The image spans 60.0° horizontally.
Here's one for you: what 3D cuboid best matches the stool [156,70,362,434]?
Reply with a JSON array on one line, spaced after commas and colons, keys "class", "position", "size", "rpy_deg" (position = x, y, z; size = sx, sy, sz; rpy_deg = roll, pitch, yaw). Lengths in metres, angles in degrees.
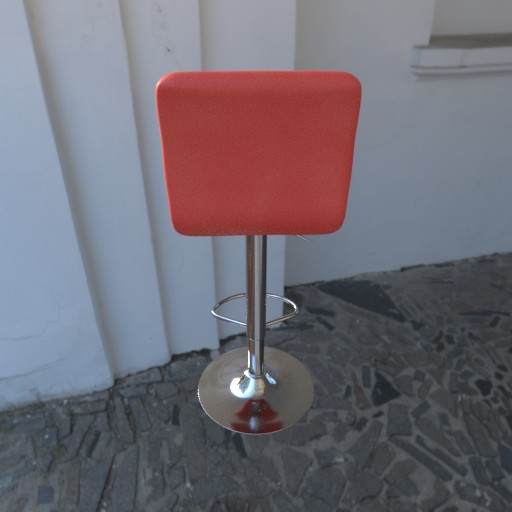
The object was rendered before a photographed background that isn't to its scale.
[{"class": "stool", "position": [0.000, 0.000, 1.358], "size": [0.430, 1.115, 0.505], "rpy_deg": [-1, 30, -1]}]
